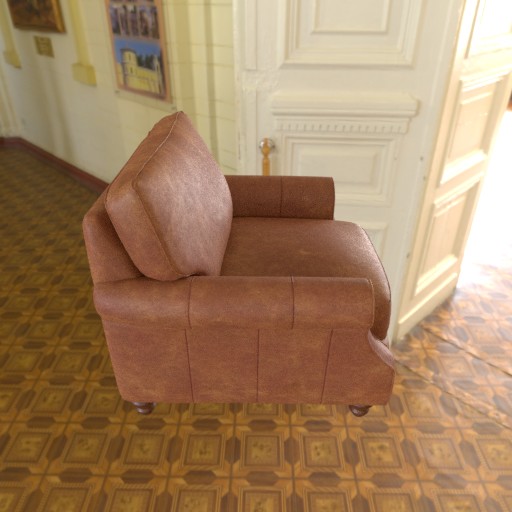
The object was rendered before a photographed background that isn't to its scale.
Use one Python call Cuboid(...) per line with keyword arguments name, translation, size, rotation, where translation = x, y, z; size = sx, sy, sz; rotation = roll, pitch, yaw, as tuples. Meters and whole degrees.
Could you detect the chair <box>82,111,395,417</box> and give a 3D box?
Cuboid(name="chair", translation=(0.000, 0.000, 1.720), size=(0.986, 0.962, 0.983), rotation=(0, 32, 0))
